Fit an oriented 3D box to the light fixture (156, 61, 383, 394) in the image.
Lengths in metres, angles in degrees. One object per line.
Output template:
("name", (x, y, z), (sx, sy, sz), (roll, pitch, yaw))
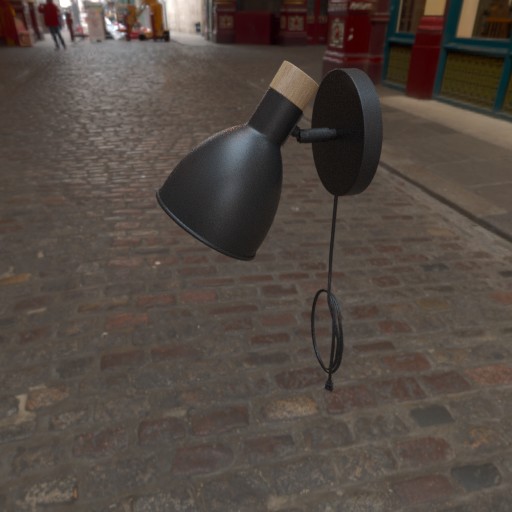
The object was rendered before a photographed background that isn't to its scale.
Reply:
("light fixture", (0.000, 0.000, 0.497), (0.203, 0.401, 0.127), (-8, 30, -13))
